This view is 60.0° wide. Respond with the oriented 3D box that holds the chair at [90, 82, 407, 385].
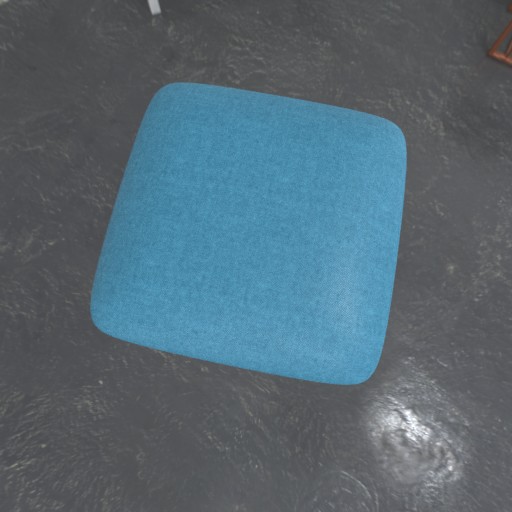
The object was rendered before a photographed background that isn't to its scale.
[{"bbox_3d":[0.000,0.000,0.723,0.360,0.450,0.360,11,75,3],"label":"chair"}]
